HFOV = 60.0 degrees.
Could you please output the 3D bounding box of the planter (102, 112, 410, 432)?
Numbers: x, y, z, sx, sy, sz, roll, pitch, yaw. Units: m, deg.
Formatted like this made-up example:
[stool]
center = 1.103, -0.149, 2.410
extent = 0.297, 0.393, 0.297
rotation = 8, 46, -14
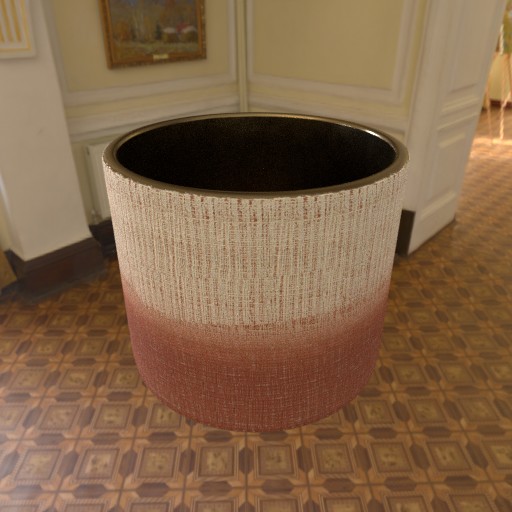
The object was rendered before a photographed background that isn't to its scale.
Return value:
[planter]
center = 0.000, 0.000, 0.427
extent = 0.254, 0.221, 0.254
rotation = 0, 29, 0
